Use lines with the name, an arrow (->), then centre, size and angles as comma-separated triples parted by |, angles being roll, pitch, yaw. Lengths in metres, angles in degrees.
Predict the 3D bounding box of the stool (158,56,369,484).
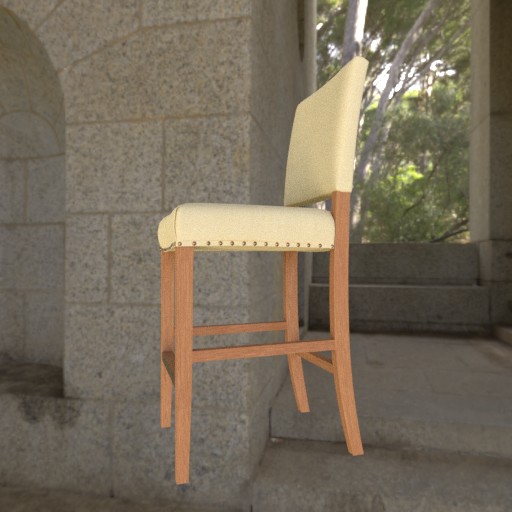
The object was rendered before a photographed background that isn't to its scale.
stool -> 0.000, 0.000, 1.421 | 0.584, 1.168, 0.445 | 0, 0, -18
